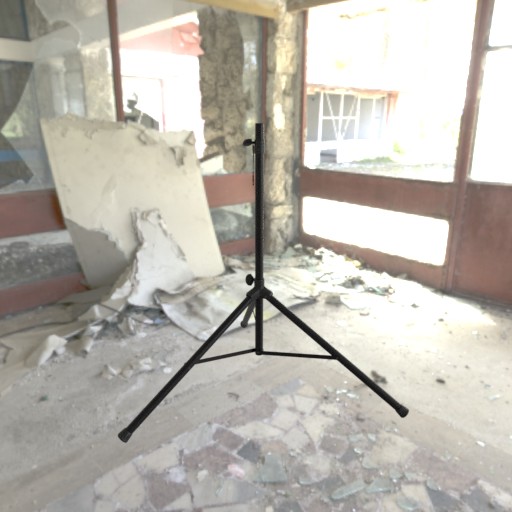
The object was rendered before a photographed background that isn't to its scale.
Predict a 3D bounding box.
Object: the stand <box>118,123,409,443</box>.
[{"bbox_3d":[0.000,0.000,2.780,1.596,1.595,1.339,-2,17,-6],"label":"stand"}]
